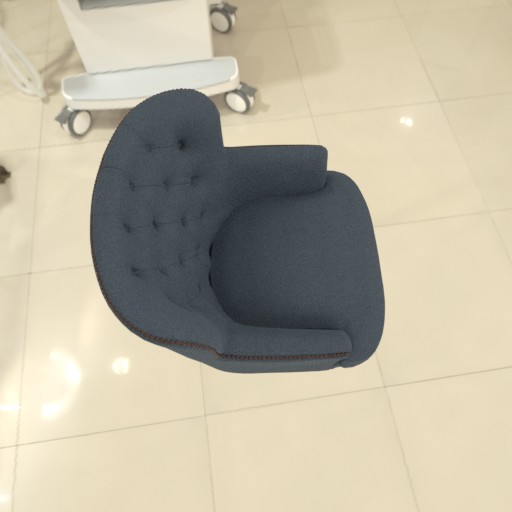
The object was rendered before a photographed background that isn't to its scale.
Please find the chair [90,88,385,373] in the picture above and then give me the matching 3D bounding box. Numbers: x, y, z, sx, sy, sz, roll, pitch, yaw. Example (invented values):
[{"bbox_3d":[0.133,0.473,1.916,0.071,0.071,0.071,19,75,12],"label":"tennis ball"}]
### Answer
[{"bbox_3d":[0.000,0.000,1.596,0.906,0.868,0.848,-1,64,-1],"label":"chair"}]
